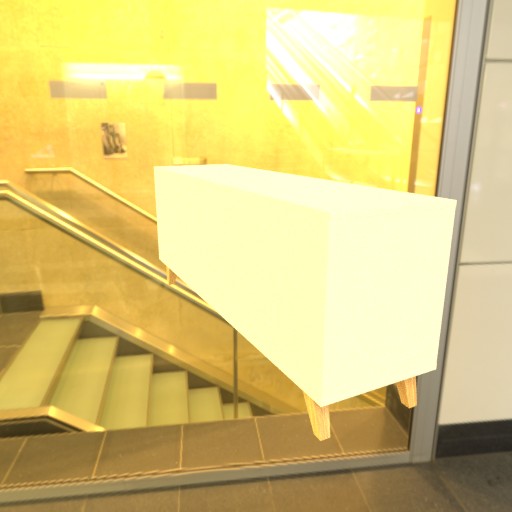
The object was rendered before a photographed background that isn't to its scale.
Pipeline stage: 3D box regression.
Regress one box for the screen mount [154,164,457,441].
[{"bbox_3d":[0.000,0.000,1.776,0.400,0.619,1.490,-8,17,-26],"label":"screen mount"}]
